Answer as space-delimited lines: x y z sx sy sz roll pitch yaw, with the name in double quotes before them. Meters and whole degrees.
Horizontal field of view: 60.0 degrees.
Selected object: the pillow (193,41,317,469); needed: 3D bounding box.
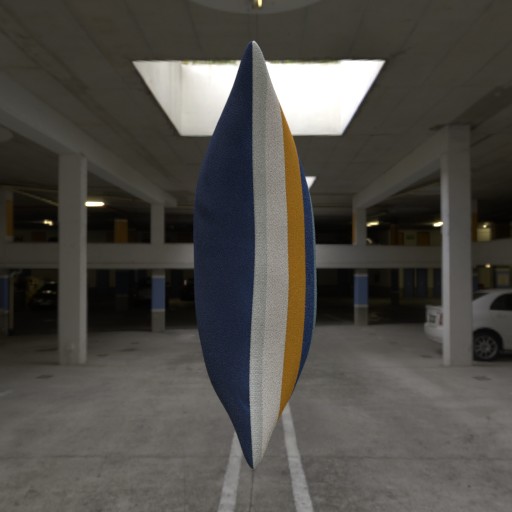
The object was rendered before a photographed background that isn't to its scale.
"pillow" 0.000 0.000 0.697 0.173 0.454 0.463 0 -1 1
